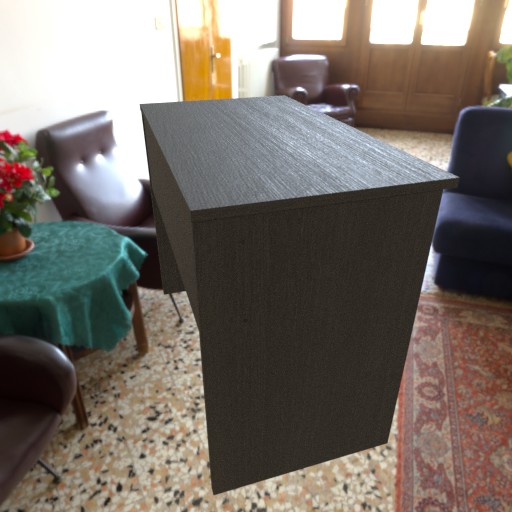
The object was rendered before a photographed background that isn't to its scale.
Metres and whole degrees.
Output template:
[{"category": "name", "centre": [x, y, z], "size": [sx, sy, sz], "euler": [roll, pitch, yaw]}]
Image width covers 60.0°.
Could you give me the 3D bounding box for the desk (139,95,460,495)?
[{"category": "desk", "centre": [0.000, 0.000, 1.293], "size": [0.498, 0.724, 0.893], "euler": [-9, 31, -15]}]
